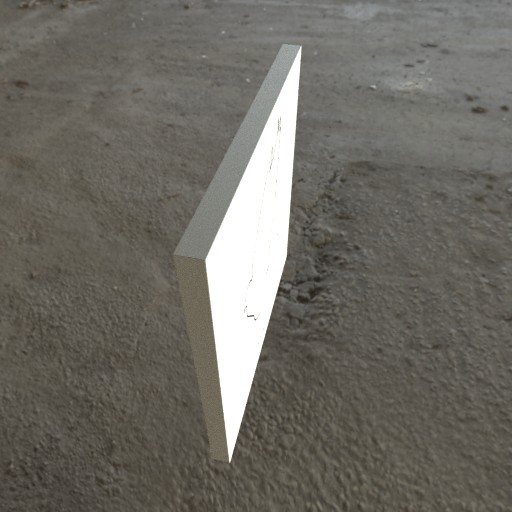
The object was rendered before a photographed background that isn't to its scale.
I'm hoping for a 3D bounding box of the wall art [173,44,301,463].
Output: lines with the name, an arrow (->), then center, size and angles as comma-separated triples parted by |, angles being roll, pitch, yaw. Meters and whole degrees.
wall art -> 0.000, 0.000, 0.906 | 0.038, 0.610, 0.610 | 10, 47, 10
